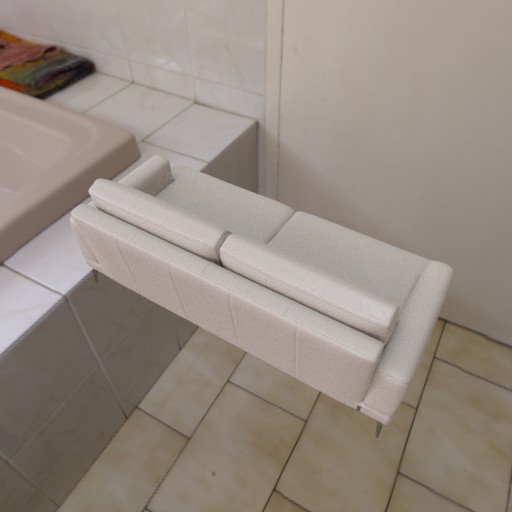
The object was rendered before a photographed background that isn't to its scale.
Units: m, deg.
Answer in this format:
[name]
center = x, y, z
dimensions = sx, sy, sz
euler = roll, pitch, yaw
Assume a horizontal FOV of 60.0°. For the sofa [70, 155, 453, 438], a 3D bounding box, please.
[sofa]
center = 0.000, 0.000, 2.438
dimensions = 1.940, 0.765, 0.974
euler = 24, 51, 21
